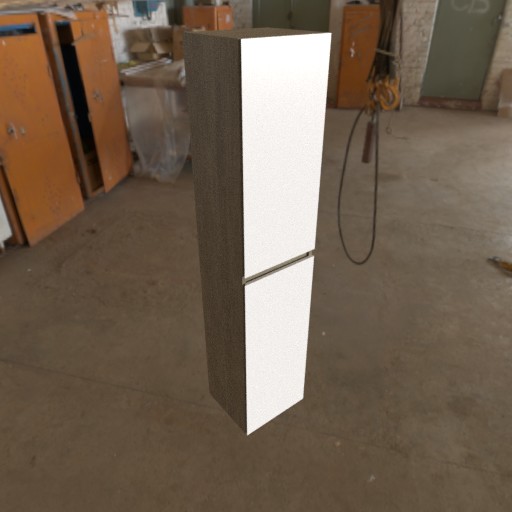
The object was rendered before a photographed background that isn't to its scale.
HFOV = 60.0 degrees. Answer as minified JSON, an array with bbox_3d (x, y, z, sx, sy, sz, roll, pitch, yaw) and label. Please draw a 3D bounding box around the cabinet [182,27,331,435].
[{"bbox_3d":[0.000,0.000,1.551,0.300,1.400,0.270,-22,37,-32],"label":"cabinet"}]
